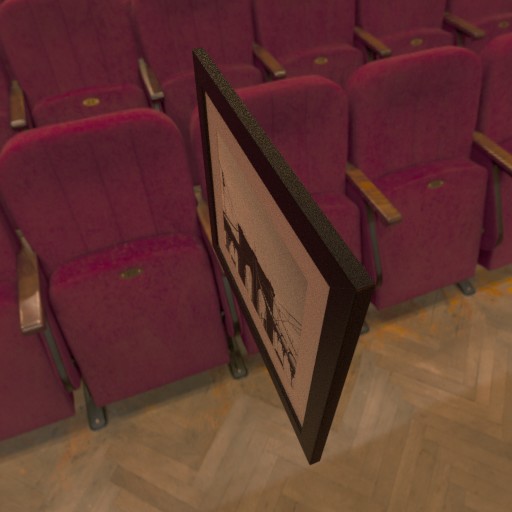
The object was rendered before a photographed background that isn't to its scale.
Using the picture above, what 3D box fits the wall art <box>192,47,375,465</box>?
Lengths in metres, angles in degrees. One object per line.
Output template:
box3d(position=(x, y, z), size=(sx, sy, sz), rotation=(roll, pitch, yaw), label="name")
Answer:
box3d(position=(0.000, 0.000, 0.706), size=(0.018, 0.450, 0.521), rotation=(-16, 49, -14), label="wall art")
